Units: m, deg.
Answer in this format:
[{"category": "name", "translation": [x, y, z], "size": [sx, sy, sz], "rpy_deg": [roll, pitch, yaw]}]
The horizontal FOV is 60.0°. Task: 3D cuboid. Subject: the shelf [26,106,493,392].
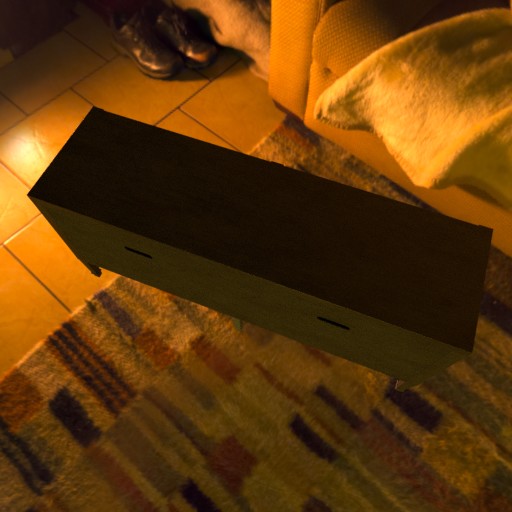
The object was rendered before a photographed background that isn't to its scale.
[{"category": "shelf", "translation": [0.000, 0.000, 1.876], "size": [1.575, 0.719, 0.479], "rpy_deg": [19, 65, 9]}]
